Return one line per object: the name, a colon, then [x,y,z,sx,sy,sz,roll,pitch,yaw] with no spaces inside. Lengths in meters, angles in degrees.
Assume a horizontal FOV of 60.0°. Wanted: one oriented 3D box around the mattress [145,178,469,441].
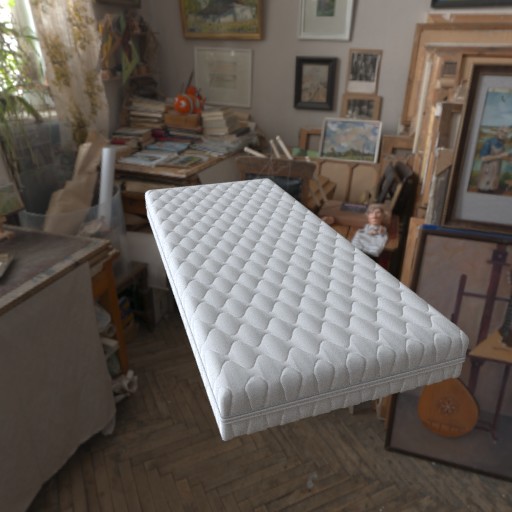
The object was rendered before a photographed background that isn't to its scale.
mattress: [0.000,0.000,2.287,0.900,0.200,2.000,-9,28,-17]
